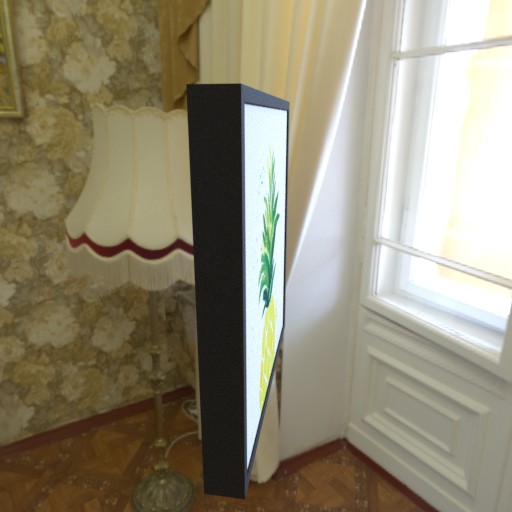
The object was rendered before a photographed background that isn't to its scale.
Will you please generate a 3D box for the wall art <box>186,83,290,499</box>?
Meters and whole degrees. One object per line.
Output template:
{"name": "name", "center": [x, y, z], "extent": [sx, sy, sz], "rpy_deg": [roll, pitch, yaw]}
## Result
{"name": "wall art", "center": [0.000, 0.000, 0.448], "extent": [0.033, 0.304, 0.305], "rpy_deg": [3, 17, 9]}
